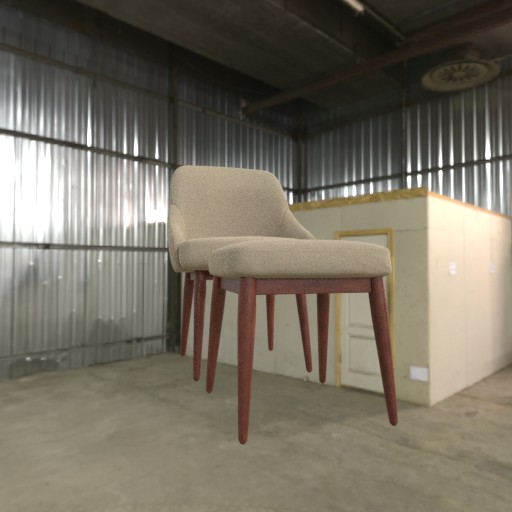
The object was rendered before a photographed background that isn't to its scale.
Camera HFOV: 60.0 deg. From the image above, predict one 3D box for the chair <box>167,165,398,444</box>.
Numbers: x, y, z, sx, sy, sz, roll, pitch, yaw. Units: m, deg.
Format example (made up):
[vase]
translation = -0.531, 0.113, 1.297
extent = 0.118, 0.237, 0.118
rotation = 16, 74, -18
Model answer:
[chair]
translation = 0.000, 0.000, 1.587
extent = 0.584, 0.866, 1.114
rotation = 0, -1, -17
